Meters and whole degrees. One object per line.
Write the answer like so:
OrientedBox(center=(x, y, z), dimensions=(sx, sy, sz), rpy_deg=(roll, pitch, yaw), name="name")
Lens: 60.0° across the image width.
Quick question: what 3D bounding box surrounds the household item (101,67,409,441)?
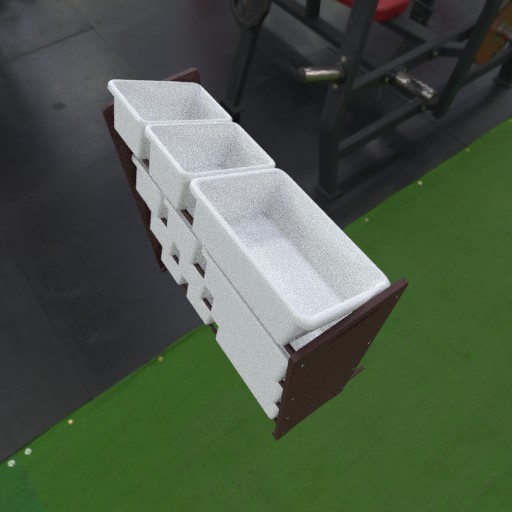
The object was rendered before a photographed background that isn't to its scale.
OrientedBox(center=(0.000, 0.000, 1.280), dimensions=(0.389, 0.864, 0.787), rpy_deg=(-31, 63, -17), name="household item")
